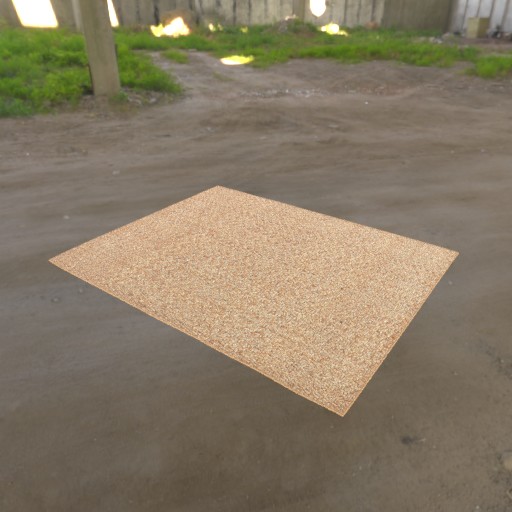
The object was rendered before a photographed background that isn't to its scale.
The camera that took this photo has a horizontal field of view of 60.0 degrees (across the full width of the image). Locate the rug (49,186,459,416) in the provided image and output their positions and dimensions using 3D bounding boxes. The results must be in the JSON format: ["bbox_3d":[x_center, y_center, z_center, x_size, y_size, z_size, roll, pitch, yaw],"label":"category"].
[{"bbox_3d":[0.000,0.000,4.178,3.048,0.013,2.439,20,35,31],"label":"rug"}]
